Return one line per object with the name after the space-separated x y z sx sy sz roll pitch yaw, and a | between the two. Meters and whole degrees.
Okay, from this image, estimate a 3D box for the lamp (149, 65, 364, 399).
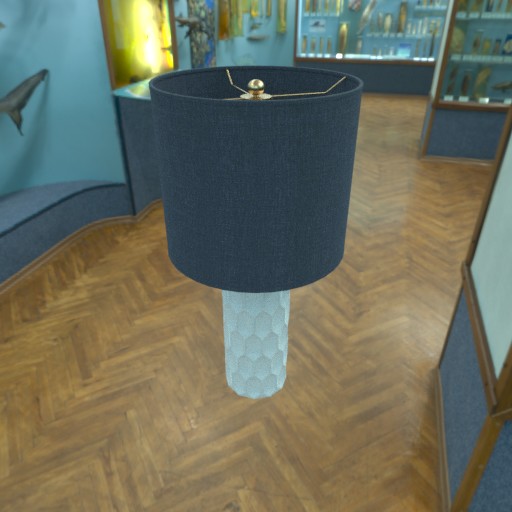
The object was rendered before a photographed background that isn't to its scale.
0.000 0.000 0.717 0.277 0.537 0.277 10 32 16 | lamp
